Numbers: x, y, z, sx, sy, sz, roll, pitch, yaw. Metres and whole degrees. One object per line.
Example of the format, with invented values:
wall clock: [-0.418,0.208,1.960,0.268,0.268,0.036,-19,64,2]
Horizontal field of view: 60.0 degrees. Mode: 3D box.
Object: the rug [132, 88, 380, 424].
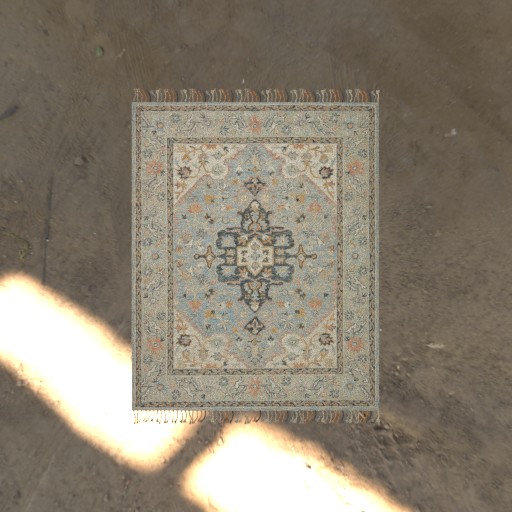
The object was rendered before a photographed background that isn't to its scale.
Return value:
rug: [0.000,0.000,2.283,1.278,0.009,1.730,0,90,0]
